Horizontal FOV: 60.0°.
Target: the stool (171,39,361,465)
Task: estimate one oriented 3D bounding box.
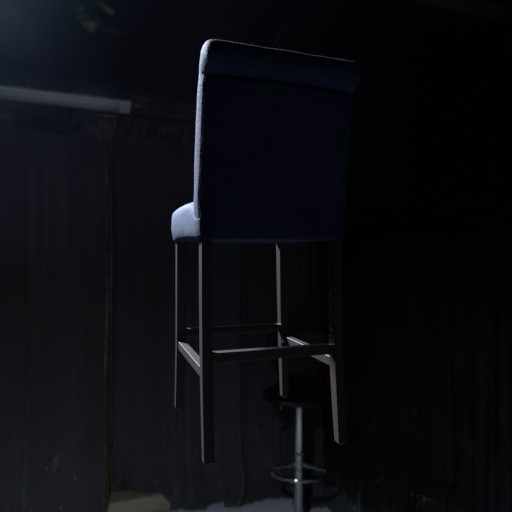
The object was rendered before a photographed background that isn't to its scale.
[{"bbox_3d":[0.000,0.000,1.473,0.493,1.140,0.601,0,0,-19],"label":"stool"}]
